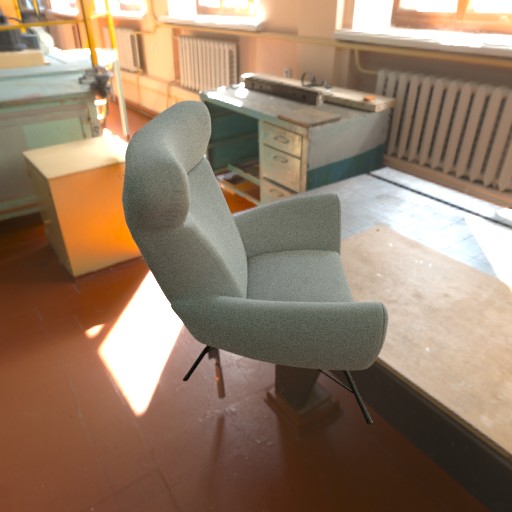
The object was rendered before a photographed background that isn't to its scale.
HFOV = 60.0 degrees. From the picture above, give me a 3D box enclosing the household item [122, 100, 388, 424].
[{"bbox_3d":[0.000,0.000,1.784,0.900,1.050,0.980,0,31,0],"label":"household item"}]
